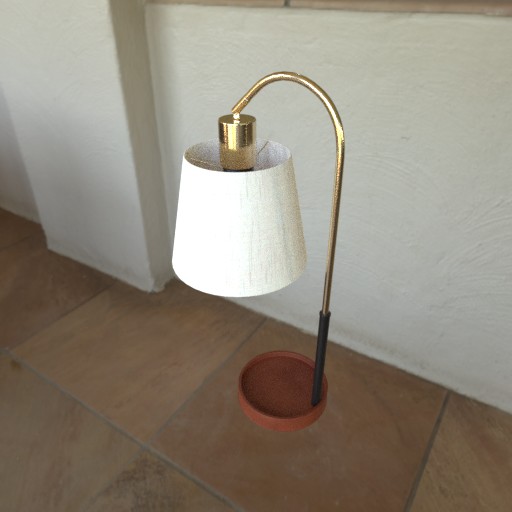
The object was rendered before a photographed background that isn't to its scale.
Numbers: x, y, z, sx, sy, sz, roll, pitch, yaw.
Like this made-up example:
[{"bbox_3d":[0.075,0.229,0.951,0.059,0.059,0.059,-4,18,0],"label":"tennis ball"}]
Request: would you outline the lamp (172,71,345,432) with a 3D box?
[{"bbox_3d":[0.000,0.000,0.676,0.273,0.536,0.211,21,38,30],"label":"lamp"}]
